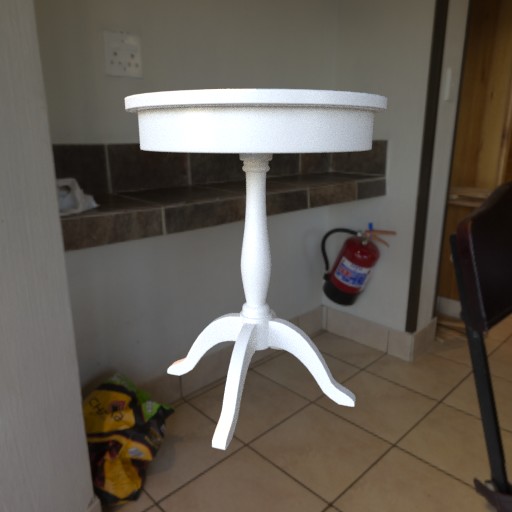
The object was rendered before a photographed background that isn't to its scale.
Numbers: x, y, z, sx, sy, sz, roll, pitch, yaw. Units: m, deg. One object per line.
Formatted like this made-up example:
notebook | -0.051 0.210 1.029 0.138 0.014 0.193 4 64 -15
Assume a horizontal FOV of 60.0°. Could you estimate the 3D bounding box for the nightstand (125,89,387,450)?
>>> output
nightstand | 0.000 0.000 0.985 0.513 0.653 0.513 8 17 26
